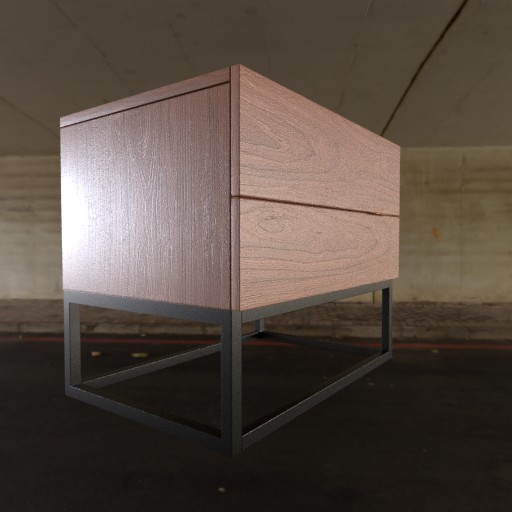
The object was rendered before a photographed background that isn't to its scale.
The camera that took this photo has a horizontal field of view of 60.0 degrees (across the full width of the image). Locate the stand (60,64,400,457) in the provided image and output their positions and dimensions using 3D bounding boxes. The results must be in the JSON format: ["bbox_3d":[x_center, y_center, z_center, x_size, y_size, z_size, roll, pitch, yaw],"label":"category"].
[{"bbox_3d":[0.000,0.000,0.911,0.420,0.500,0.600,2,3,36],"label":"stand"}]
